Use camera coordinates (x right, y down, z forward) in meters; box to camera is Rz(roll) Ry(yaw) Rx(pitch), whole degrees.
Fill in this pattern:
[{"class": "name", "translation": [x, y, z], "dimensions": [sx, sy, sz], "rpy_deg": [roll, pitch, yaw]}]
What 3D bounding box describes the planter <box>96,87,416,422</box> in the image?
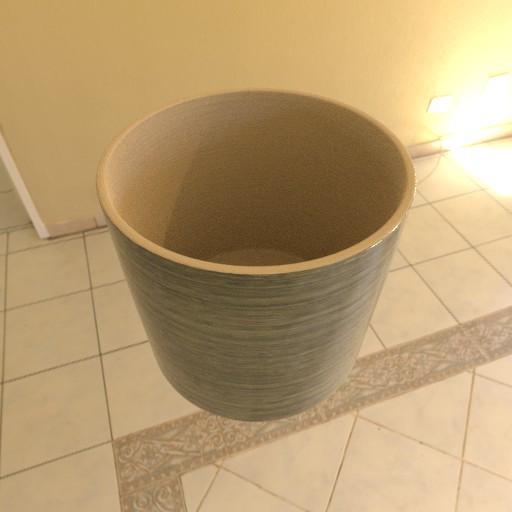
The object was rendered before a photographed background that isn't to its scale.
[{"class": "planter", "translation": [0.000, 0.000, 0.387], "dimensions": [0.221, 0.201, 0.221], "rpy_deg": [0, 46, 0]}]
